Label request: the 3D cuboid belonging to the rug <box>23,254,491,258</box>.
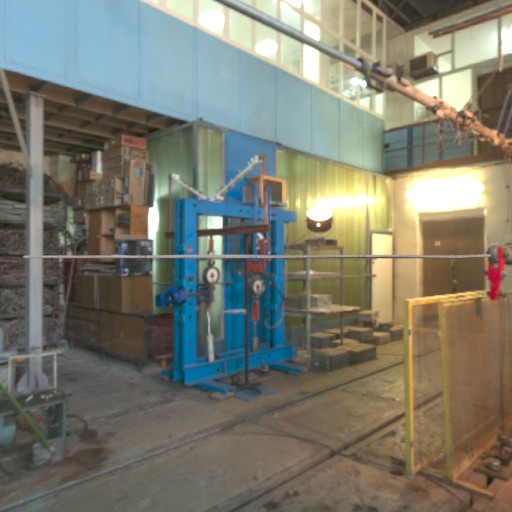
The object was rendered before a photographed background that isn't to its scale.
[{"bbox_3d":[0.000,0.000,2.333,1.837,0.025,1.230,0,0,-1],"label":"rug"}]
